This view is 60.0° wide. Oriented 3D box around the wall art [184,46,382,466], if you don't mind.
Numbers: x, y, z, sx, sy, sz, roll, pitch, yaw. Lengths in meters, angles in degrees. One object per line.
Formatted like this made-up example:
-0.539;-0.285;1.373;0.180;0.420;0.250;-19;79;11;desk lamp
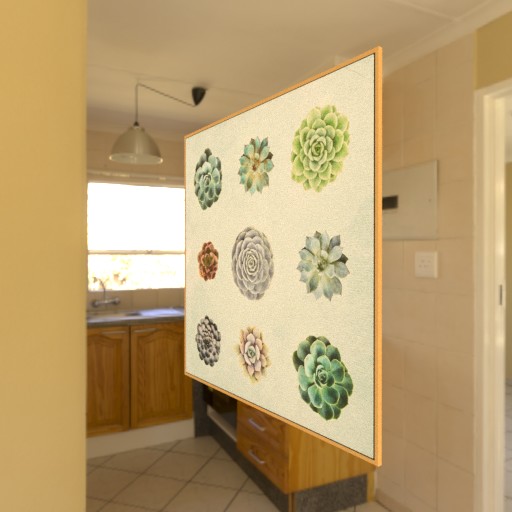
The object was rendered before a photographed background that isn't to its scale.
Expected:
0.000;0.000;1.402;0.013;0.959;0.962;0;0;-36;wall art
